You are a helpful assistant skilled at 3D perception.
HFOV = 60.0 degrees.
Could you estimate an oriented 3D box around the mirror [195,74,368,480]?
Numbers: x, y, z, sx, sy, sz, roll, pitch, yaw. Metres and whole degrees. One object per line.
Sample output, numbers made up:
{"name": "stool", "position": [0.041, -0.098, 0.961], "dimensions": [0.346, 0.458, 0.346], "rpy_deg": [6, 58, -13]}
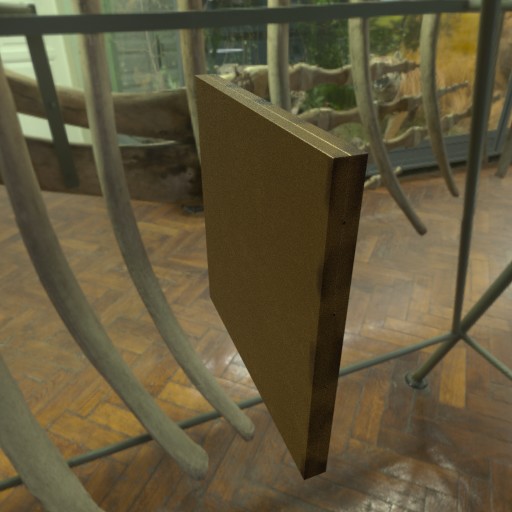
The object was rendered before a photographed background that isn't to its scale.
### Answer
{"name": "mirror", "position": [0.000, 0.000, 0.756], "dimensions": [0.042, 0.507, 0.509], "rpy_deg": [-11, 33, -18]}
